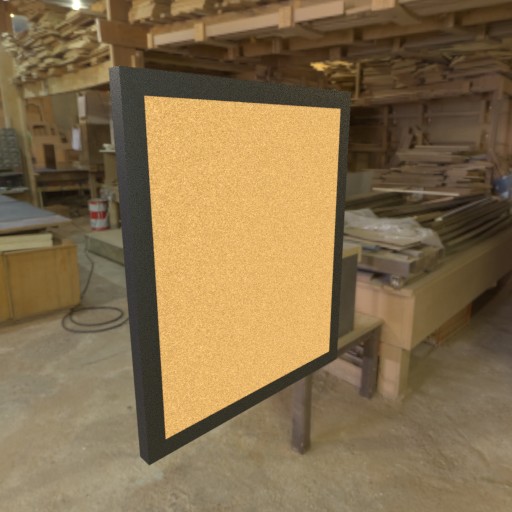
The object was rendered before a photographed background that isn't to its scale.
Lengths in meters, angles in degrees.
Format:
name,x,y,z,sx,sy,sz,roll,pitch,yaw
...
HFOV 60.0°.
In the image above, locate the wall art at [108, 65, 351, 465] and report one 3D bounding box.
name,x,y,z,sx,sy,sz,roll,pitch,yaw
wall art,0.000,0.000,0.694,0.432,0.508,0.025,-14,21,-42
